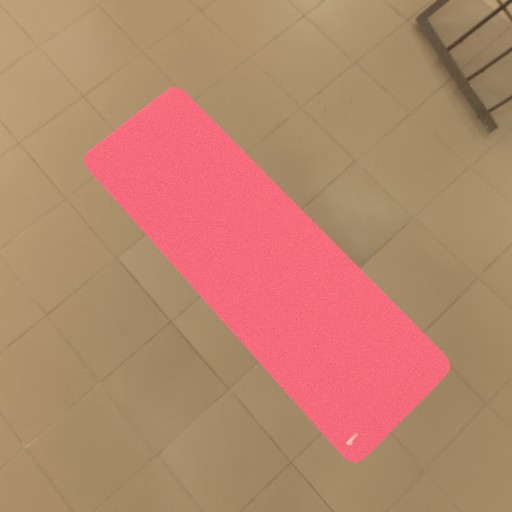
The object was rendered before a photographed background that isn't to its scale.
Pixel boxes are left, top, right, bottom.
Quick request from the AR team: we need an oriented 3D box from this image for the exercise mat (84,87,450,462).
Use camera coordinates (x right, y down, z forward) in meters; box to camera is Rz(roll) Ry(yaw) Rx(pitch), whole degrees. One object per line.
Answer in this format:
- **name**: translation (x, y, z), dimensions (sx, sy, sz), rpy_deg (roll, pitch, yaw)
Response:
- **exercise mat**: translation (0.000, 0.000, 2.035), dimensions (0.616, 0.021, 1.884), rpy_deg (-41, 80, -9)
